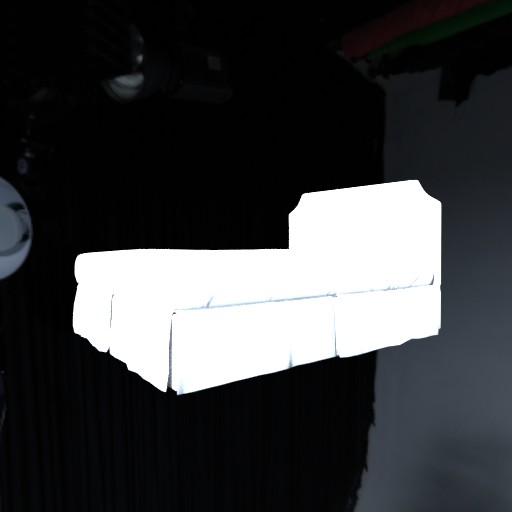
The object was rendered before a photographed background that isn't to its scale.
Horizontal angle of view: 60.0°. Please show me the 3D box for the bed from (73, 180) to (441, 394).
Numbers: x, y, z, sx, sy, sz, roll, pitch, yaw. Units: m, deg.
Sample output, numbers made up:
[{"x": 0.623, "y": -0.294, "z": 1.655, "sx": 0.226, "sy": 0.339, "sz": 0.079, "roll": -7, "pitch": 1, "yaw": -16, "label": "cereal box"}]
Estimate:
[{"x": 0.000, "y": 0.000, "z": 3.660, "sx": 2.498, "sy": 1.293, "sz": 1.977, "roll": -1, "pitch": 2, "yaw": -36, "label": "bed"}]
